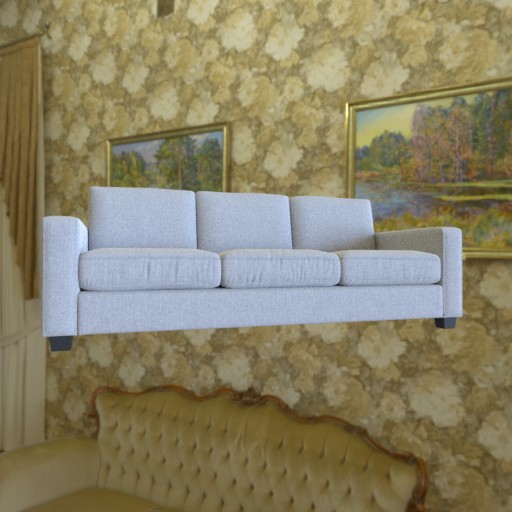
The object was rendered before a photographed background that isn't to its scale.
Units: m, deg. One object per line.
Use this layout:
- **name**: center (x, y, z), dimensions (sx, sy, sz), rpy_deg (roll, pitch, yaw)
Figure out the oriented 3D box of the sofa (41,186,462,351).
- **sofa**: center (0.000, 0.000, 2.534), dimensions (2.120, 0.800, 0.900), rpy_deg (0, -1, -18)
